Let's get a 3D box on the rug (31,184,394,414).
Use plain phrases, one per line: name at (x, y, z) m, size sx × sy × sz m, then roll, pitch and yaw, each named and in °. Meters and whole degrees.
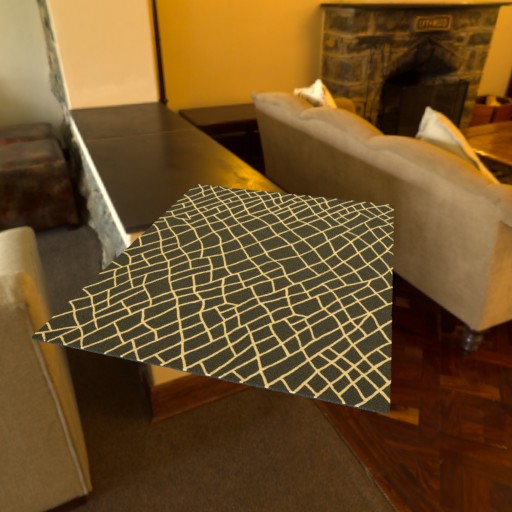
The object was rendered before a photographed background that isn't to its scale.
rug at (0.000, 0.000, 4.082) m, size 2.439 × 0.022 × 3.047 m, roll 8°, pitch 31°, yaw 13°
